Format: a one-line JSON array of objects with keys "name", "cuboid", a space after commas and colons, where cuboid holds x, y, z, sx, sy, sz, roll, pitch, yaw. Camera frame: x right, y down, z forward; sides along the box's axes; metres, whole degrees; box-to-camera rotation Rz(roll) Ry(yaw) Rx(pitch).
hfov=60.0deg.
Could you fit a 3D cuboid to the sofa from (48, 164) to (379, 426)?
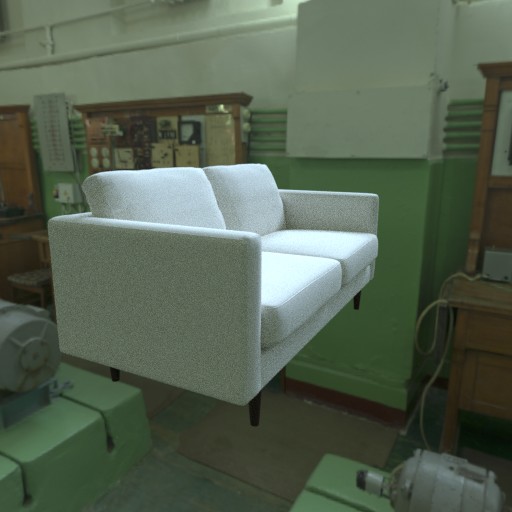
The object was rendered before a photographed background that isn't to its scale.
[{"name": "sofa", "cuboid": [0.000, 0.000, 2.266, 0.940, 0.893, 1.713, 7, 15, 27]}]
